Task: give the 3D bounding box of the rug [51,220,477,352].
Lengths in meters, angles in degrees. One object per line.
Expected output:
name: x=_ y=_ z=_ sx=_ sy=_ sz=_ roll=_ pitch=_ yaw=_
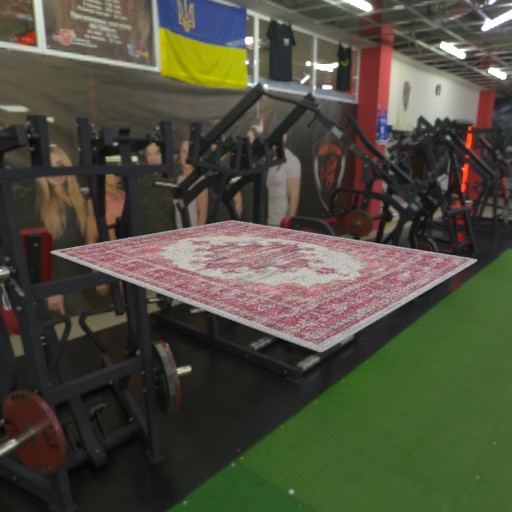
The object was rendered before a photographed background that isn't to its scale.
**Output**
rug: x=0.000 y=0.000 z=4.096 sx=3.123 sy=0.017 sz=2.447 roll=13 pitch=19 yaw=41
